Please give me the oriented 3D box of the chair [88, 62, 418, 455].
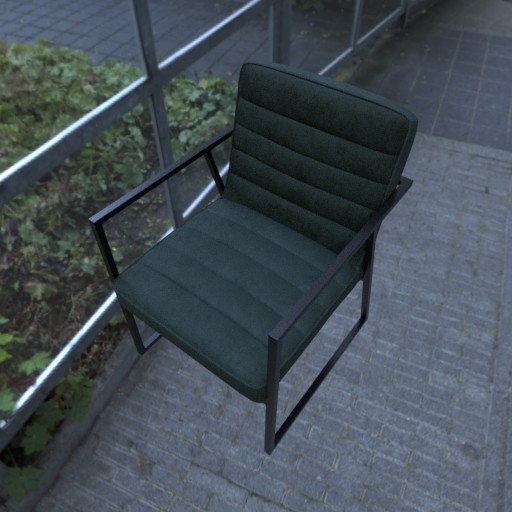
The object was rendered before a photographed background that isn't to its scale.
[{"bbox_3d":[0.000,0.000,1.282,0.571,0.833,0.677,29,53,25],"label":"chair"}]
